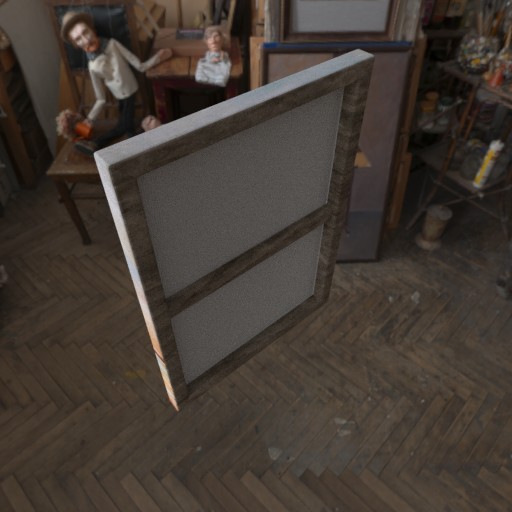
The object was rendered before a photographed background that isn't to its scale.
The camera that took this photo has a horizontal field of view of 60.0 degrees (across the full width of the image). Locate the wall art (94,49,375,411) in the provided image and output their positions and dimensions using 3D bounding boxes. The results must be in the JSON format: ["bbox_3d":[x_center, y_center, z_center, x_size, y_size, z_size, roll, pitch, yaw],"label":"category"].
[{"bbox_3d":[0.000,0.000,0.797,0.443,0.605,0.035,-31,54,-26],"label":"wall art"}]
